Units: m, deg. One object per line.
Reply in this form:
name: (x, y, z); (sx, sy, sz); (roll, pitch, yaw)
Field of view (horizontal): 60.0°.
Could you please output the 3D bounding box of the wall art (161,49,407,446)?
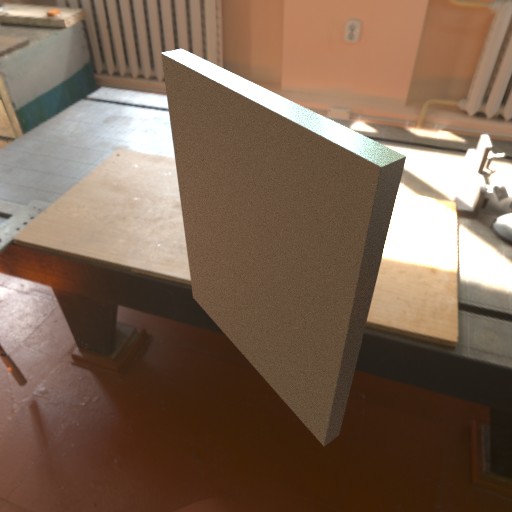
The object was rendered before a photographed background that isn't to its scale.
wall art: (0.000, 0.000, 0.746); (0.038, 0.549, 0.452); (-26, 47, -27)
